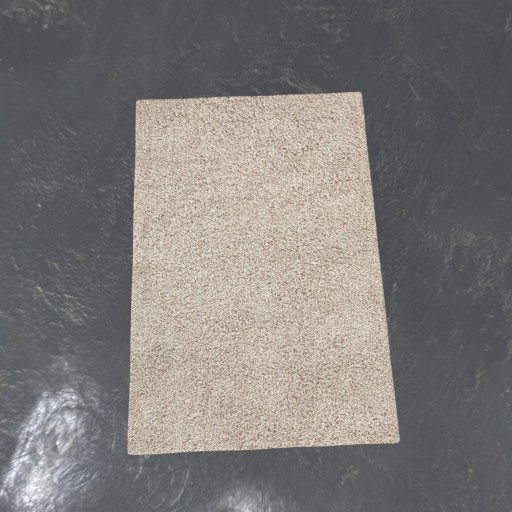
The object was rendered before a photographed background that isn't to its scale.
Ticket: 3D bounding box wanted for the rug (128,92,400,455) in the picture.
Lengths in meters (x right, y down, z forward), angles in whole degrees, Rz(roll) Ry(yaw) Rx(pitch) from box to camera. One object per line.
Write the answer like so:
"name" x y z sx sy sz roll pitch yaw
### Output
"rug" 0.000 0.000 2.193 1.219 0.030 1.778 -2 76 -1
